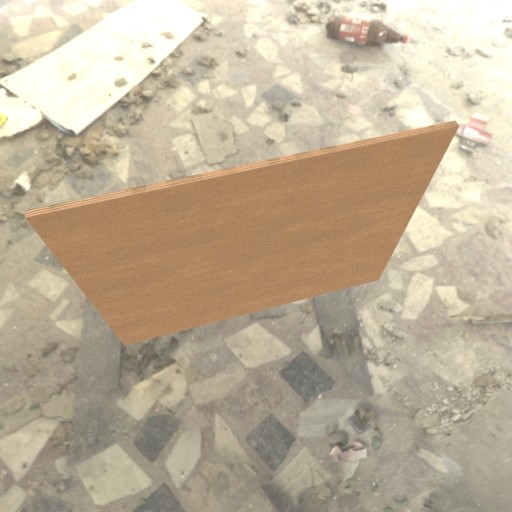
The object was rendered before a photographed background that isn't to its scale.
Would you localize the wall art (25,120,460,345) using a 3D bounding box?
[{"bbox_3d":[0.000,0.000,0.680,0.508,0.408,0.010,-13,61,-8],"label":"wall art"}]
